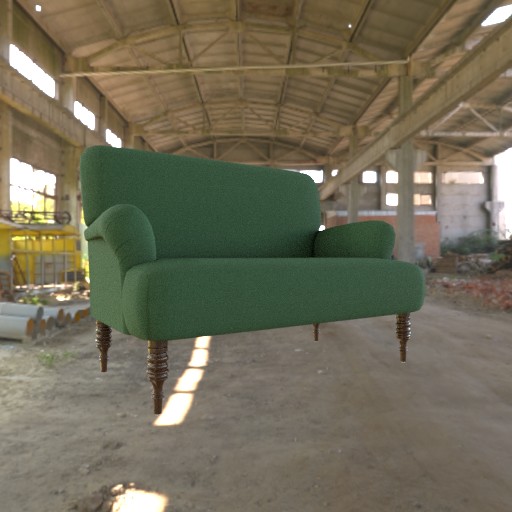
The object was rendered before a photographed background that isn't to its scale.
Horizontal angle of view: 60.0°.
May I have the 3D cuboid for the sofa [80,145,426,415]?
[{"bbox_3d":[0.000,0.000,1.797,1.297,0.889,0.779,0,0,-34],"label":"sofa"}]
